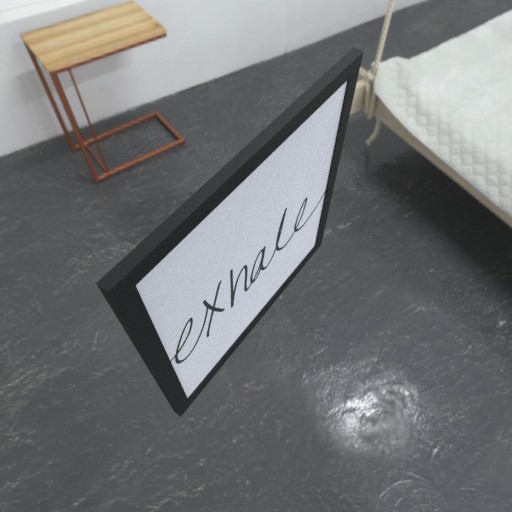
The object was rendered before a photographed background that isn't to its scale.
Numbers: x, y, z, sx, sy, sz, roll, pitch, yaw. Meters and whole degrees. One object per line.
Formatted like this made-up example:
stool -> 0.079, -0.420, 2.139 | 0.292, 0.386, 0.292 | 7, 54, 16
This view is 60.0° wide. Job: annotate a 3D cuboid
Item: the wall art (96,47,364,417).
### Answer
wall art -> 0.000, 0.000, 0.536 | 0.012, 0.357, 0.358 | 32, 63, 19
